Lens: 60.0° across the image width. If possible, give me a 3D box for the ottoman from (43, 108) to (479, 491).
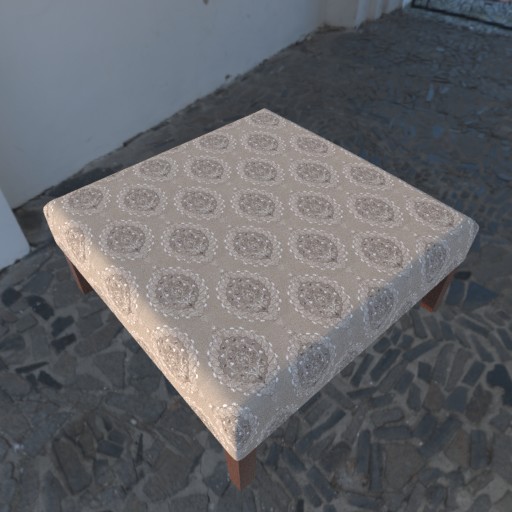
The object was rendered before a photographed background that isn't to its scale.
[{"bbox_3d":[0.000,0.000,1.368,0.889,0.411,0.890,-32,54,-28],"label":"ottoman"}]
